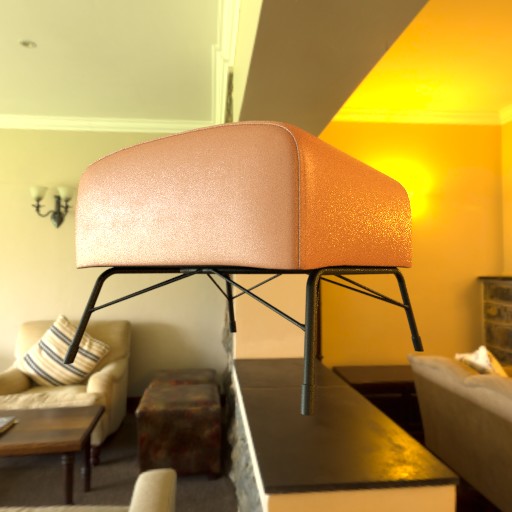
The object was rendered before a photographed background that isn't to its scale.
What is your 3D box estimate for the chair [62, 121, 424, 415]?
[{"bbox_3d":[0.000,0.000,0.908,0.530,0.410,0.530,-1,-2,35],"label":"chair"}]
